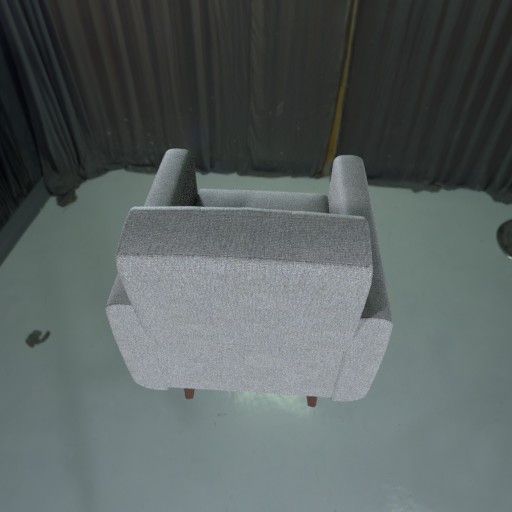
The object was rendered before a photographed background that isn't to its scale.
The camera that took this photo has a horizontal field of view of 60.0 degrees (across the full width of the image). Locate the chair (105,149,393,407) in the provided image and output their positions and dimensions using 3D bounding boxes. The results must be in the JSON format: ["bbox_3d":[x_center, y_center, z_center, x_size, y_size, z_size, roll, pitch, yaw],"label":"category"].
[{"bbox_3d":[0.000,0.000,1.640,0.845,0.968,0.942,3,46,3],"label":"chair"}]
